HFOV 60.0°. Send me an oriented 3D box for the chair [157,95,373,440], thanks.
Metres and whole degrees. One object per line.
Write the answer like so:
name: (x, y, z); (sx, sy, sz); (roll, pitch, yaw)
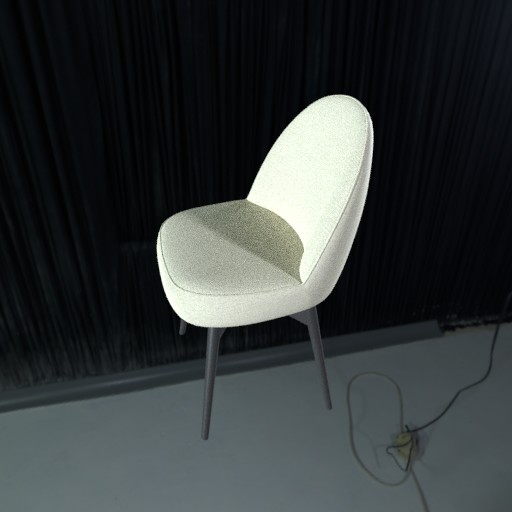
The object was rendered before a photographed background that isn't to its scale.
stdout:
chair: (0.000, 0.000, 1.259); (0.540, 0.838, 0.532); (-8, 32, -14)
